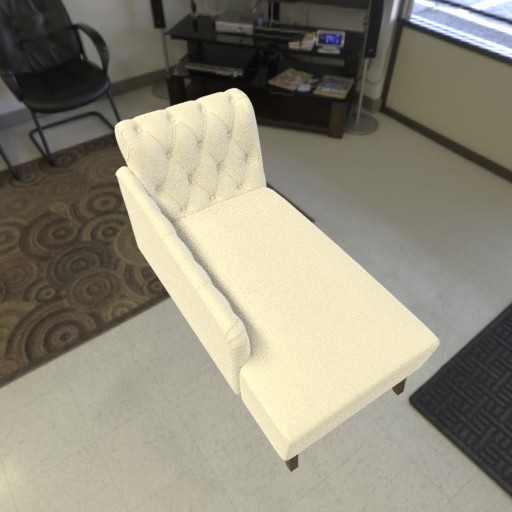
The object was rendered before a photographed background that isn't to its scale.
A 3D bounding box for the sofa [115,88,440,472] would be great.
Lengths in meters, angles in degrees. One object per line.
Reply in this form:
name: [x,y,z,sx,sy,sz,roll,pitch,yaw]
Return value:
sofa: [0.000,0.000,1.813,0.675,0.787,1.379,-25,51,-22]
